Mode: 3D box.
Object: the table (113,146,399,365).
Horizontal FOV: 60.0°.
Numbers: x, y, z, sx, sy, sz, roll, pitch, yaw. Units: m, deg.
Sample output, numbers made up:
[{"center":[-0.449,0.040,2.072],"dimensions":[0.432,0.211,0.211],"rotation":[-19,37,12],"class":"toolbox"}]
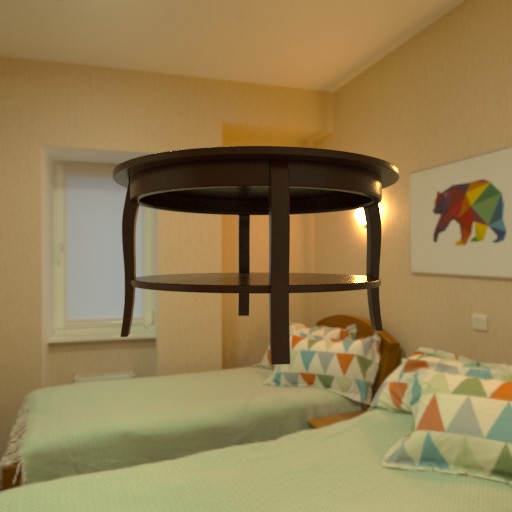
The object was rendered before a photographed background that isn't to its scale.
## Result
[{"center":[0.000,0.000,1.480],"dimensions":[0.911,0.512,0.911],"rotation":[0,0,0],"class":"table"}]
